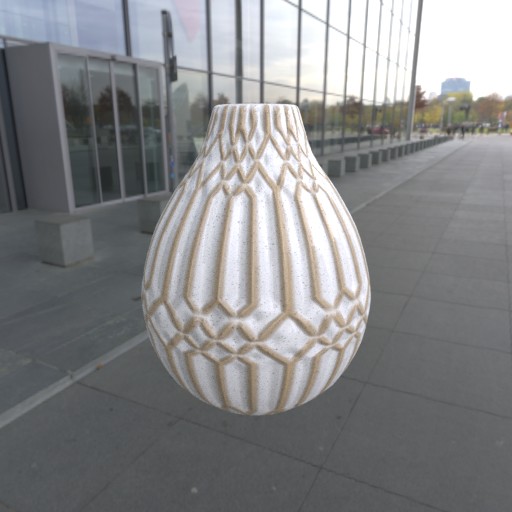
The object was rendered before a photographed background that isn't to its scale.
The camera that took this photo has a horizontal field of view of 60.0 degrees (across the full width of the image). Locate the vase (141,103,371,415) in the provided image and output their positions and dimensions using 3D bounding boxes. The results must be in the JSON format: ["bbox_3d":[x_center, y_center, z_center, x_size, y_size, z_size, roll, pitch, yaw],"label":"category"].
[{"bbox_3d":[0.000,0.000,0.311,0.159,0.200,0.159,0,16,0],"label":"vase"}]
